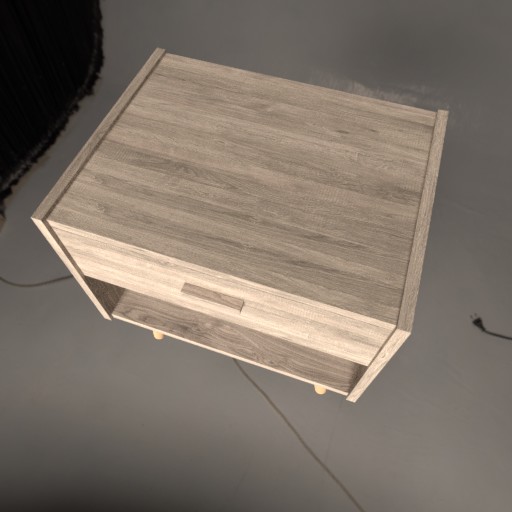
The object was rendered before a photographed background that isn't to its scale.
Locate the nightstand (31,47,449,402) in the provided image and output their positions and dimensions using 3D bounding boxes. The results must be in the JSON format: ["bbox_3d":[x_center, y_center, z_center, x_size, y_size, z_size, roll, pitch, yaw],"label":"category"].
[{"bbox_3d":[0.000,0.000,0.824,0.480,0.500,0.380,16,60,10],"label":"nightstand"}]
